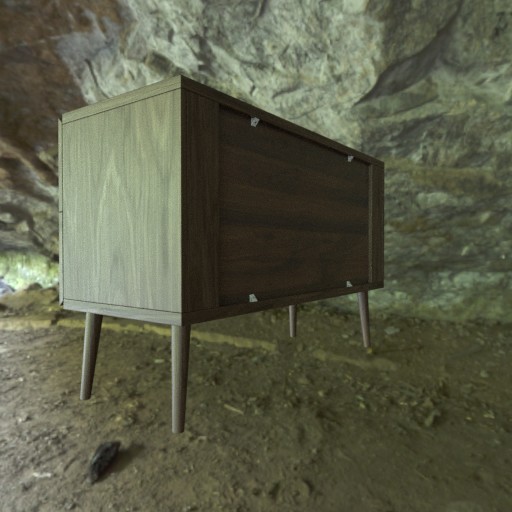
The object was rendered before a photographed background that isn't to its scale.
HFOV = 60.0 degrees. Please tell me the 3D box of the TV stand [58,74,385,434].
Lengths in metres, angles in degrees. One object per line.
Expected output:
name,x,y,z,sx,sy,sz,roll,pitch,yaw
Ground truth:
TV stand,0.000,0.000,1.307,0.405,0.660,0.990,1,1,37
